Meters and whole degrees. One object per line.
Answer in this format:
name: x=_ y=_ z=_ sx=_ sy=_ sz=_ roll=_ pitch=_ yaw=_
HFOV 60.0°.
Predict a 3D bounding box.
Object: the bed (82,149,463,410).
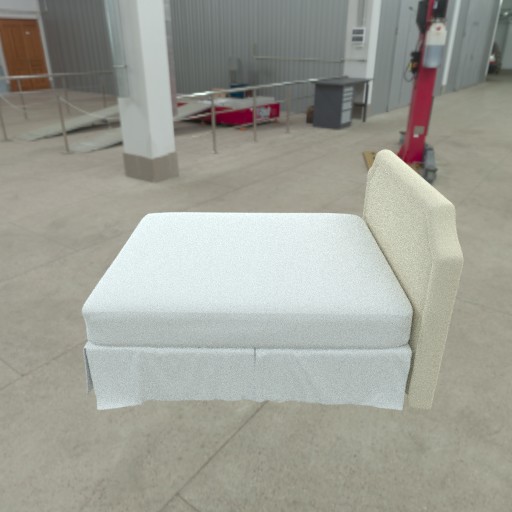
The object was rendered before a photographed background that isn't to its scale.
bed: x=0.000 y=0.000 z=3.297 sx=2.209 sy=1.296 sz=1.827 roll=0 pitch=26 yaw=1
